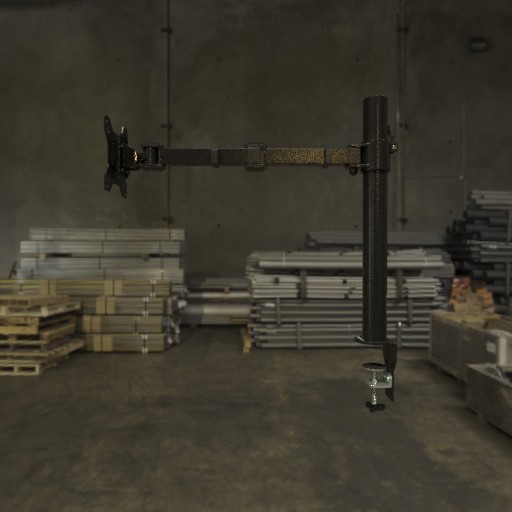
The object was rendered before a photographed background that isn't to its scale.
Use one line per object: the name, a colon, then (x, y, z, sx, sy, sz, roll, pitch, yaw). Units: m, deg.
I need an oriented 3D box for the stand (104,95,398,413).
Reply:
stand: (0.000, 0.000, 0.724, 0.456, 0.510, 0.115, 0, 1, 0)
